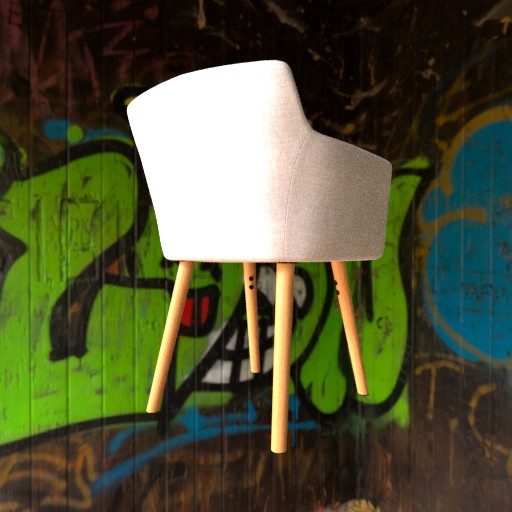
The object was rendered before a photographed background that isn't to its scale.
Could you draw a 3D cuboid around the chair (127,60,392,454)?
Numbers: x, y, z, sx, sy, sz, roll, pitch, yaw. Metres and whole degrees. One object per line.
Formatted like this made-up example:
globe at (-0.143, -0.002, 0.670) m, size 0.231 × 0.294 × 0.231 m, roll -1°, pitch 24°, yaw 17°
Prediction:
chair at (0.000, 0.000, 1.150) m, size 0.570 × 0.780 × 0.540 m, roll 1°, pitch 1°, yaw 36°
